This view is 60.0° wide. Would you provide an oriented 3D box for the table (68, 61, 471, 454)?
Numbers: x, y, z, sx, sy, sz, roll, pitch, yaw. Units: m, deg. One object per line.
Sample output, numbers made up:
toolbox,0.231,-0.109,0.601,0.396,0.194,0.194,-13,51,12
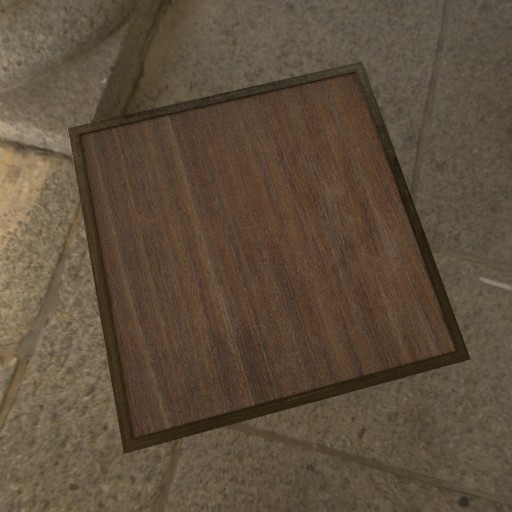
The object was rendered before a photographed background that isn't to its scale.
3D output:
table,0.000,0.000,1.428,0.899,0.451,0.909,-14,76,-3
